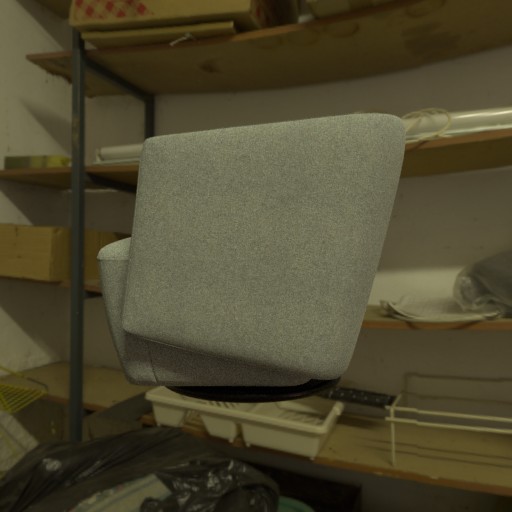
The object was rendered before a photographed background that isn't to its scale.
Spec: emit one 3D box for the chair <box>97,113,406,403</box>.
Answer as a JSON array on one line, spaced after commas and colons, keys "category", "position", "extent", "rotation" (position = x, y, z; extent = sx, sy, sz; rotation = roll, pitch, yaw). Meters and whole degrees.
[{"category": "chair", "position": [0.000, 0.000, 1.593], "extent": [0.986, 0.861, 0.822], "rotation": [0, -1, 1]}]
